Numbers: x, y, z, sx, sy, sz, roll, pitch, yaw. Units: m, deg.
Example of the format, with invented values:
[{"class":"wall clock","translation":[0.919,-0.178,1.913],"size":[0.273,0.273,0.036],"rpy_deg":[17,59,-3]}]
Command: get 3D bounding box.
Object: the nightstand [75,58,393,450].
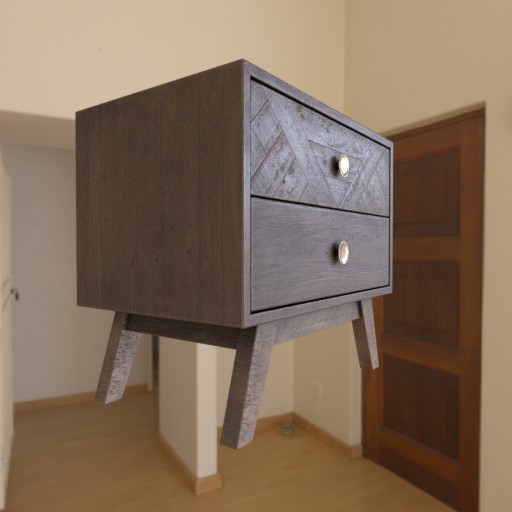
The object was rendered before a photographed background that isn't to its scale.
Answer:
[{"class":"nightstand","translation":[0.000,0.000,1.047],"size":[0.450,0.599,0.650],"rpy_deg":[1,1,36]}]
